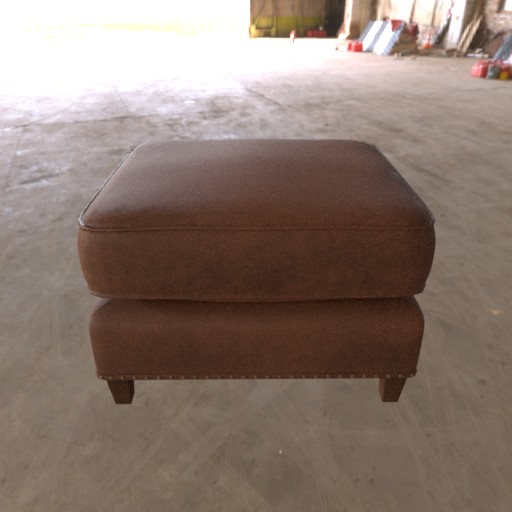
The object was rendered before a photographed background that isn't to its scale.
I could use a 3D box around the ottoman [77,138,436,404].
[{"bbox_3d":[0.000,0.000,1.169,0.738,0.537,0.589,0,30,0],"label":"ottoman"}]
